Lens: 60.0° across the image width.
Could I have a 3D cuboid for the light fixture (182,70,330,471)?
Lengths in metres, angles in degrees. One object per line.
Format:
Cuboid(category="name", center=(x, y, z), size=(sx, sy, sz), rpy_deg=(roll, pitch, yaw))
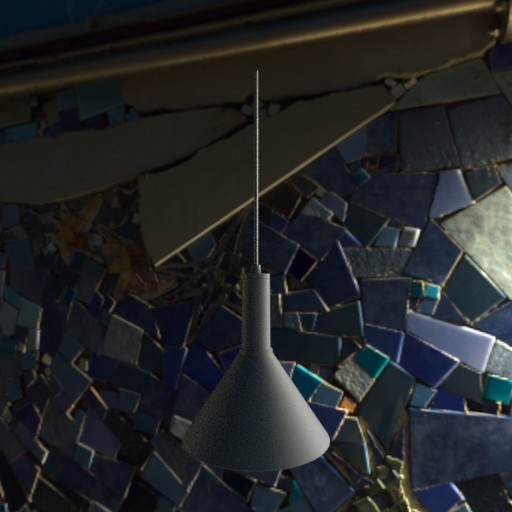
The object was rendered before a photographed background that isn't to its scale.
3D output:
Cuboid(category="light fixture", center=(0.000, 0.000, 0.815), size=(0.267, 0.683, 0.267), rpy_deg=(0, -1, 35))
